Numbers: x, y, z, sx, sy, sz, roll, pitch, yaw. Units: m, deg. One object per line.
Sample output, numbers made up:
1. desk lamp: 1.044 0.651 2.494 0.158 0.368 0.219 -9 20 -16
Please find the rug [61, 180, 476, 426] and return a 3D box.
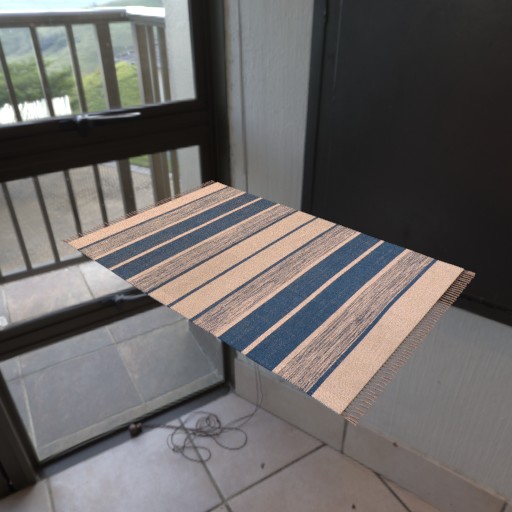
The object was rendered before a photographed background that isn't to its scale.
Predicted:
1. rug: 0.000 0.000 3.047 2.441 0.010 1.532 24 39 34
